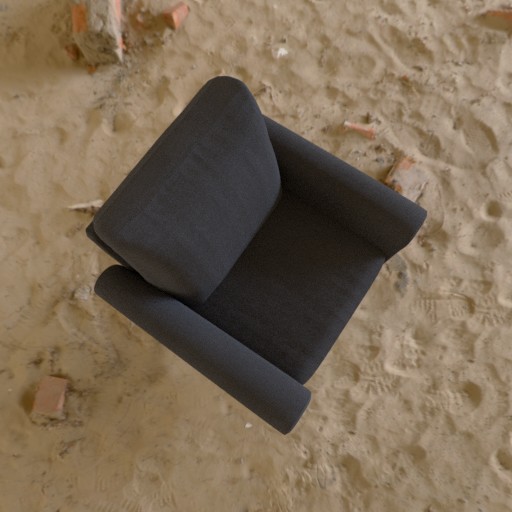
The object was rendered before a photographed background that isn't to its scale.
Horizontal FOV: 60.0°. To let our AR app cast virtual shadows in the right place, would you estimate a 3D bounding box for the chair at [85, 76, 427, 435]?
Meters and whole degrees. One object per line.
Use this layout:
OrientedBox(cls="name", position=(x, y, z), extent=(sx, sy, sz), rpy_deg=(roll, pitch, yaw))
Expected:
OrientedBox(cls="chair", position=(0.000, 0.000, 1.586), extent=(0.828, 0.942, 0.867), rpy_deg=(34, 77, 9))
